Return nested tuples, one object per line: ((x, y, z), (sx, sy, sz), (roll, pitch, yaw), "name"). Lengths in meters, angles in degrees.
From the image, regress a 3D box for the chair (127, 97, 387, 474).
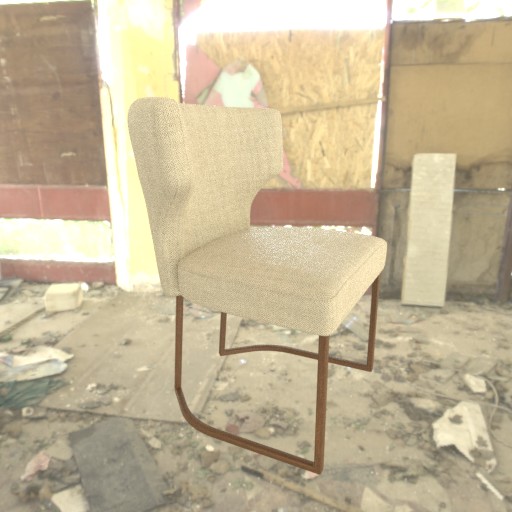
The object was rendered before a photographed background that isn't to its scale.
((0.000, 0.000, 1.234), (0.617, 0.824, 0.611), (8, 17, 26), "chair")
